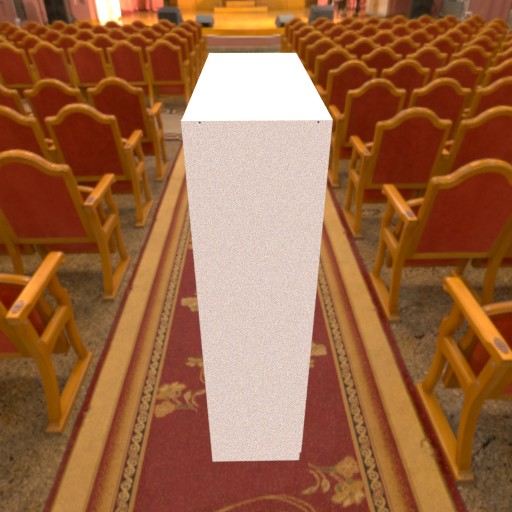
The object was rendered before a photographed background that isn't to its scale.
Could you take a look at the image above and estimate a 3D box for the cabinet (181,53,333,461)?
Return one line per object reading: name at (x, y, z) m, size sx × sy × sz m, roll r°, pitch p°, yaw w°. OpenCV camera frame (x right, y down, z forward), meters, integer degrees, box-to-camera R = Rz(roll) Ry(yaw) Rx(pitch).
cabinet at (0.000, 0.000, 2.507) m, size 0.510 × 1.910 × 1.290 m, roll -1°, pitch 33°, yaw -1°
